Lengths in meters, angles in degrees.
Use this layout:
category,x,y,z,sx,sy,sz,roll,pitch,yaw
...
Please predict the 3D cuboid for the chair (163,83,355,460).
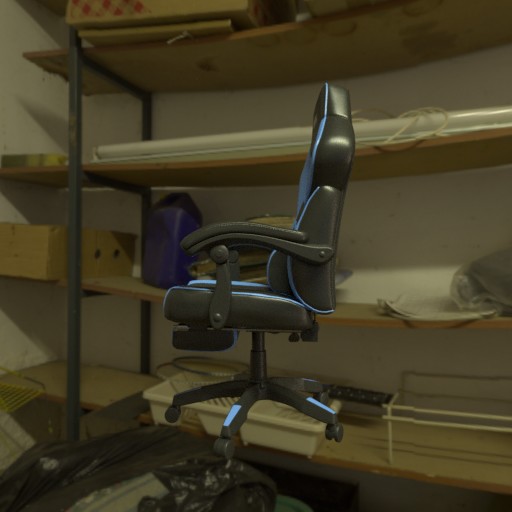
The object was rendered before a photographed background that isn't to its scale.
category,x,y,z,sx,sy,sz,roll,pitch,yaw
chair,0.000,0.000,1.717,0.700,1.280,0.700,0,-1,1
